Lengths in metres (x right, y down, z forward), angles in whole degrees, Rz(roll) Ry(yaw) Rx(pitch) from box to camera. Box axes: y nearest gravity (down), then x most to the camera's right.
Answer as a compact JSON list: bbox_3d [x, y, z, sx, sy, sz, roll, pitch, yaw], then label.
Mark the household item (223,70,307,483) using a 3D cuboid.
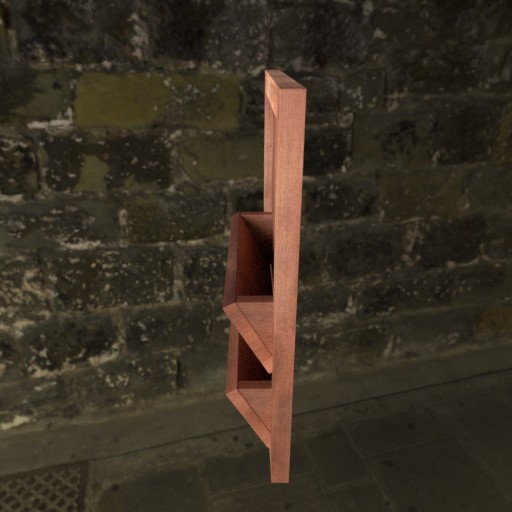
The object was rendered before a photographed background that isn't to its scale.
[{"bbox_3d":[0.000,0.000,0.540,0.067,0.407,0.310,0,25,-1],"label":"household item"}]
